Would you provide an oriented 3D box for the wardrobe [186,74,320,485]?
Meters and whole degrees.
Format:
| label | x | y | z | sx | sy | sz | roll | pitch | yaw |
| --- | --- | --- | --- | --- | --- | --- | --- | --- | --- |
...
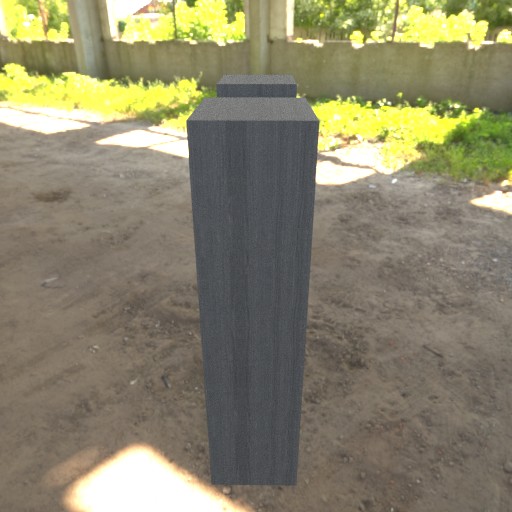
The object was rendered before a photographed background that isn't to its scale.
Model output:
| label | x | y | z | sx | sy | sz | roll | pitch | yaw |
| --- | --- | --- | --- | --- | --- | --- | --- | --- | --- |
| wardrobe | 0.000 | 0.000 | 2.833 | 0.480 | 2.000 | 1.770 | 0 | 27 | 1 |
